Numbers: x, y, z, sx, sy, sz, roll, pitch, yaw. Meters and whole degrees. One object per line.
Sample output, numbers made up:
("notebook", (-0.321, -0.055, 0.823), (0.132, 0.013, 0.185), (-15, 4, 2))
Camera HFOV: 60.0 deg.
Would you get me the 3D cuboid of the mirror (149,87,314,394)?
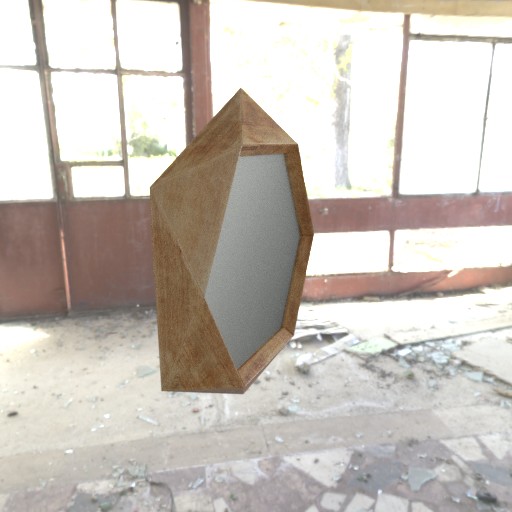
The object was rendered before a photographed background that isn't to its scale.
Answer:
("mirror", (0.000, 0.000, 1.083), (0.091, 0.779, 0.675), (7, 16, 25))
